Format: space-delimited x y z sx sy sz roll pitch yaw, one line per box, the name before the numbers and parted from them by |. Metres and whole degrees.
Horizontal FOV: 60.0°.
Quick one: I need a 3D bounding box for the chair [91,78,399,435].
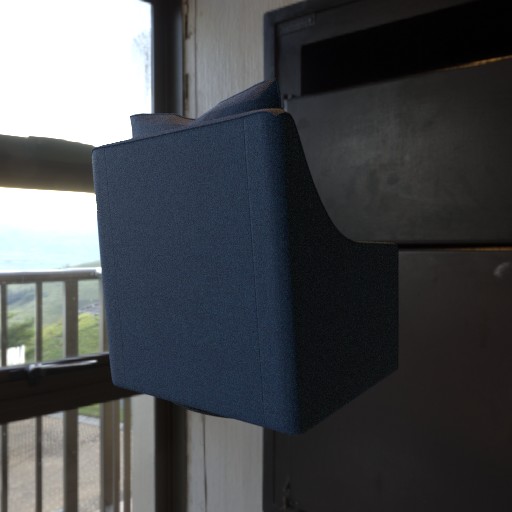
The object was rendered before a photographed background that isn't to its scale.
chair | 0.000 0.000 1.585 0.750 0.939 0.870 1 1 35
